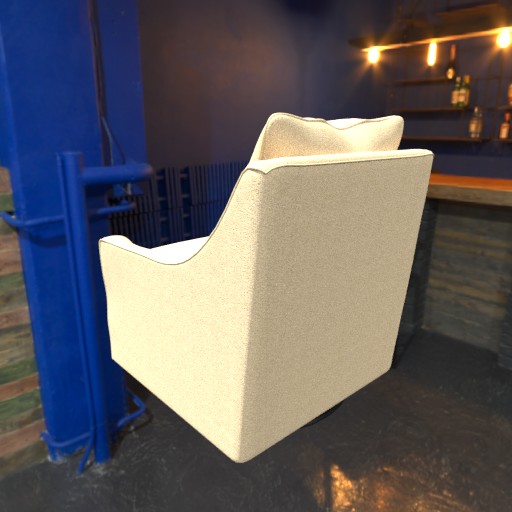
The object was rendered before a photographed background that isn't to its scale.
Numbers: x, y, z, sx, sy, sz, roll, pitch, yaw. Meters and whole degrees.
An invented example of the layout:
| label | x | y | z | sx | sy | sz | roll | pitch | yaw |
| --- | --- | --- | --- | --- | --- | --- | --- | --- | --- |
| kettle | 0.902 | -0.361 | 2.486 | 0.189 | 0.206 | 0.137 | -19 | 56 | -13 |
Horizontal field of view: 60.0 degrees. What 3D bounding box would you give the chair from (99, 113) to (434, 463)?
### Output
| label | x | y | z | sx | sy | sz | roll | pitch | yaw |
| --- | --- | --- | --- | --- | --- | --- | --- | --- | --- |
| chair | 0.000 | 0.000 | 1.543 | 0.760 | 0.927 | 0.876 | -14 | 21 | -40 |
